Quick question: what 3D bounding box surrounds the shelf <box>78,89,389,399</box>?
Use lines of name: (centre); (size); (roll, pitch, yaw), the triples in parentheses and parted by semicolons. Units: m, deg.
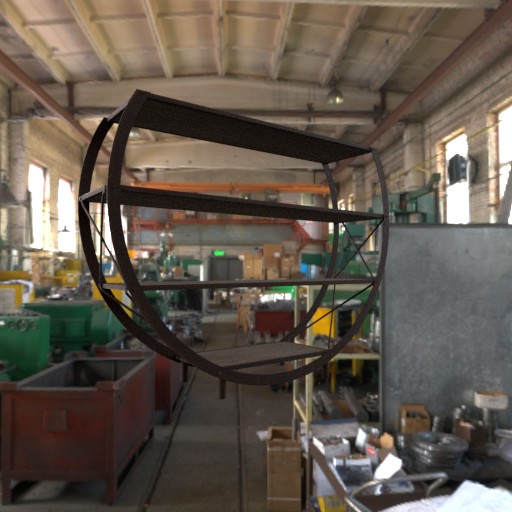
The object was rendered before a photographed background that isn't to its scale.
shelf: (0.000, 0.000, 1.926); (1.403, 1.063, 0.344); (1, -2, -36)
